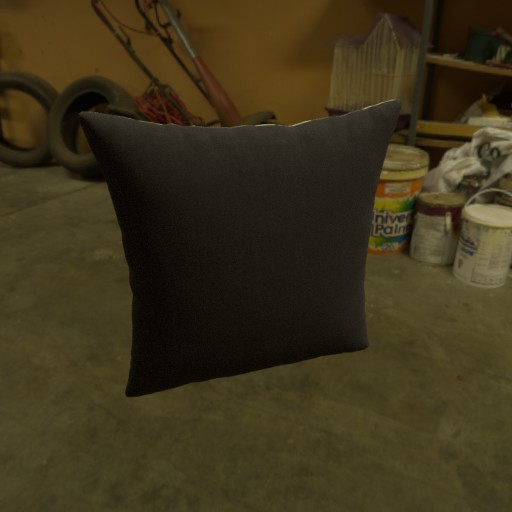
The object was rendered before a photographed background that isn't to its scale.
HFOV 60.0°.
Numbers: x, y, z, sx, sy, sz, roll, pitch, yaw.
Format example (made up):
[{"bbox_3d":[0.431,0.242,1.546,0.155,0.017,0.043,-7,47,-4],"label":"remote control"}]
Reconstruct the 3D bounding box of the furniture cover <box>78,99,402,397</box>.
[{"bbox_3d":[0.000,0.000,0.783,0.511,0.509,0.161,-8,27,-16],"label":"furniture cover"}]
